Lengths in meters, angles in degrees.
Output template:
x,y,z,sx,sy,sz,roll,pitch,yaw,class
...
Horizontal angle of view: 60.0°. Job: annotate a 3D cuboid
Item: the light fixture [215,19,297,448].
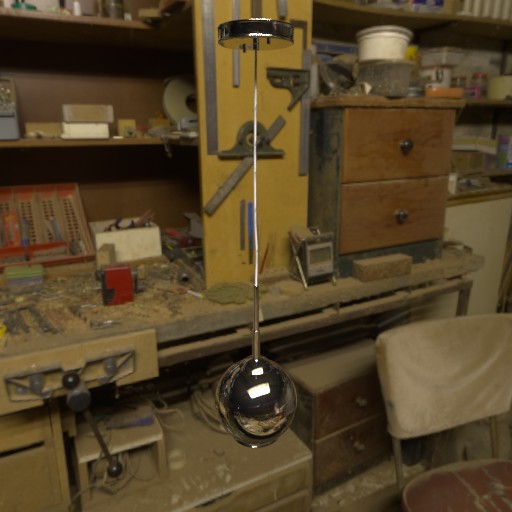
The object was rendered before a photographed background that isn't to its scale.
x,y,z,sx,sy,sz,roll,pitch,yaw,class
0.000,0.000,1.649,0.336,1.538,0.336,-8,18,-25,light fixture
